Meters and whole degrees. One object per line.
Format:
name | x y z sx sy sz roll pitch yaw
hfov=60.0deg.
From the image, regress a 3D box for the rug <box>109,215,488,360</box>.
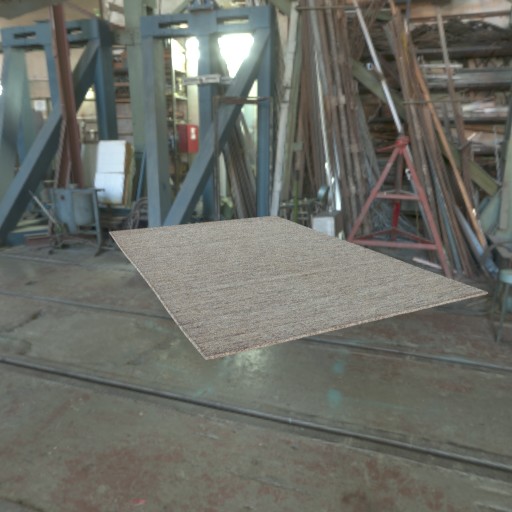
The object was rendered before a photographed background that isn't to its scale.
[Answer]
rug | 0.000 0.000 2.939 1.547 0.013 2.283 -8 18 -25
